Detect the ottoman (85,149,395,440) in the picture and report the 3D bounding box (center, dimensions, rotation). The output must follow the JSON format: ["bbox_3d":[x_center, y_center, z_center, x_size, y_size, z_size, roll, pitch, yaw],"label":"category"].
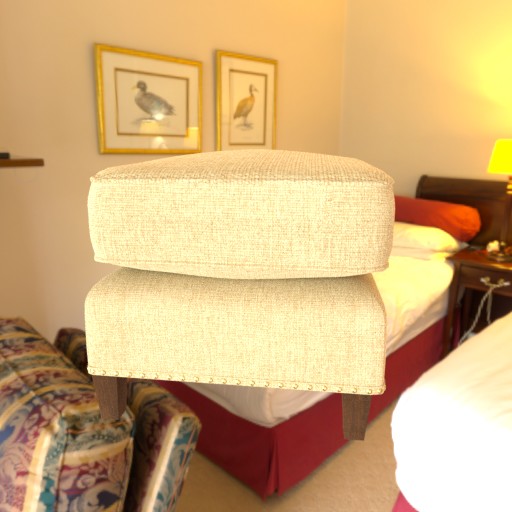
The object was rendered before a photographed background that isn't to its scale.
[{"bbox_3d":[0.000,0.000,1.145,0.589,0.537,0.738,2,15,7],"label":"ottoman"}]
